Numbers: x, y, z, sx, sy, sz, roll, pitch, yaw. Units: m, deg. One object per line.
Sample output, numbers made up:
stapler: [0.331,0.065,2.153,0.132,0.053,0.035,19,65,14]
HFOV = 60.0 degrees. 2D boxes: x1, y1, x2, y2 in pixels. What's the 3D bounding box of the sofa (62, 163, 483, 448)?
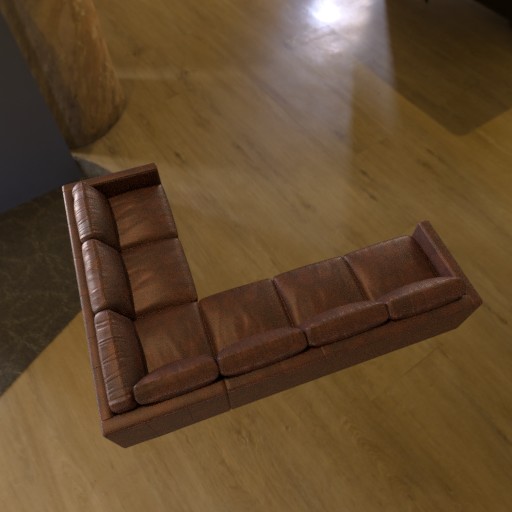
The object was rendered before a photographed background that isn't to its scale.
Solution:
sofa: [0.000,0.000,4.212,3.152,0.836,2.438,-17,60,-10]
